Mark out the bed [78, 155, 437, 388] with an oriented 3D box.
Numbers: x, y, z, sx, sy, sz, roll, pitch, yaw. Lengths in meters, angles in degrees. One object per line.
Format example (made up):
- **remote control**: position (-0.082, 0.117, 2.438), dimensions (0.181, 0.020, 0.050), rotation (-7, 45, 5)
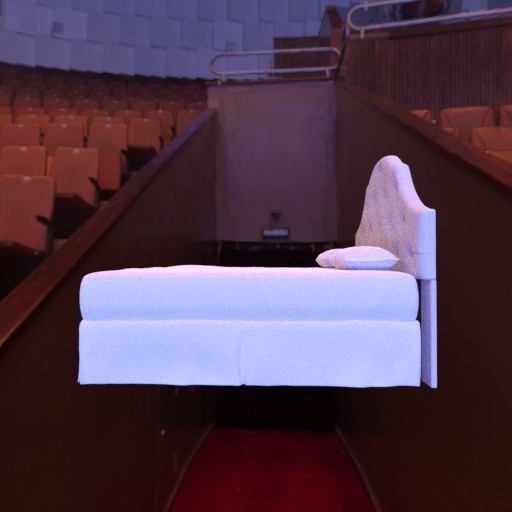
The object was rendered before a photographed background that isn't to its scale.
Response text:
- **bed**: position (0.000, 0.000, 3.665), dimensions (2.214, 1.615, 2.008), rotation (0, -1, 1)
